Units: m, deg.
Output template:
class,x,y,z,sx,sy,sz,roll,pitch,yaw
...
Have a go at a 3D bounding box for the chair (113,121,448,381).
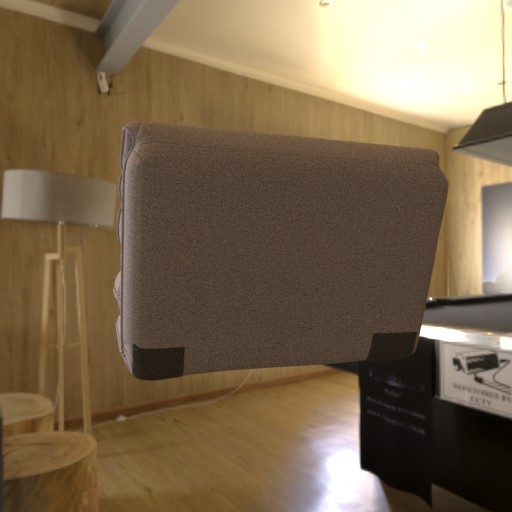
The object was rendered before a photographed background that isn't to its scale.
class,x,y,z,sx,sy,sz,roll,pitch,yaw
chair,0.000,0.000,1.342,0.820,0.580,0.780,0,0,-19
